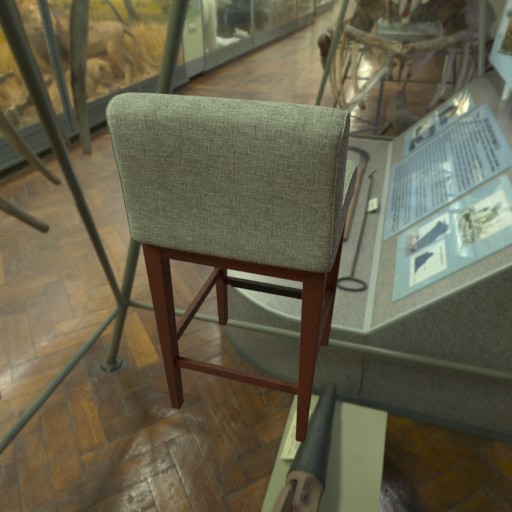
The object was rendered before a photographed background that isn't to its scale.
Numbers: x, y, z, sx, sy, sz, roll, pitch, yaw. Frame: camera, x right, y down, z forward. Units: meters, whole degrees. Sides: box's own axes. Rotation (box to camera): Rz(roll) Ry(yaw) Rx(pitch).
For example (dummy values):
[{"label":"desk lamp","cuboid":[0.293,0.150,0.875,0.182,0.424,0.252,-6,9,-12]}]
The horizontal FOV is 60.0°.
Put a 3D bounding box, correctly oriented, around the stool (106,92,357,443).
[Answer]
[{"label":"stool","cuboid":[0.000,0.000,1.102,0.417,0.835,0.459,9,34,14]}]
